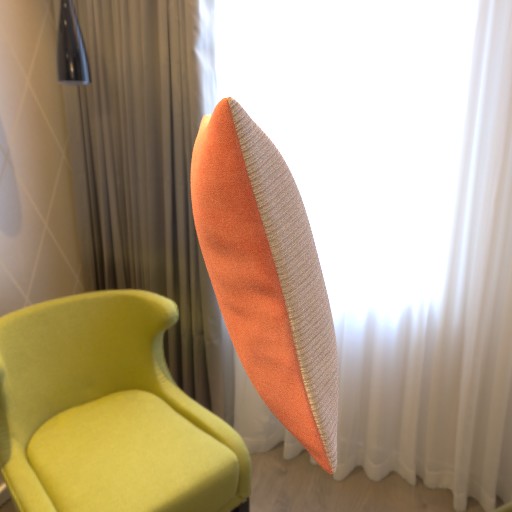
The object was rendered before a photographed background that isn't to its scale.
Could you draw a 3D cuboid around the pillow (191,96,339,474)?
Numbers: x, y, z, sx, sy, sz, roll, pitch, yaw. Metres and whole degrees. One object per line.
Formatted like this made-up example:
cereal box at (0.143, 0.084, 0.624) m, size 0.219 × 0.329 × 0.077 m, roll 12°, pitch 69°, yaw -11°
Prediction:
pillow at (0.000, 0.000, 0.635) m, size 0.177 × 0.401 × 0.424 m, roll -2°, pitch 16°, yaw -8°
